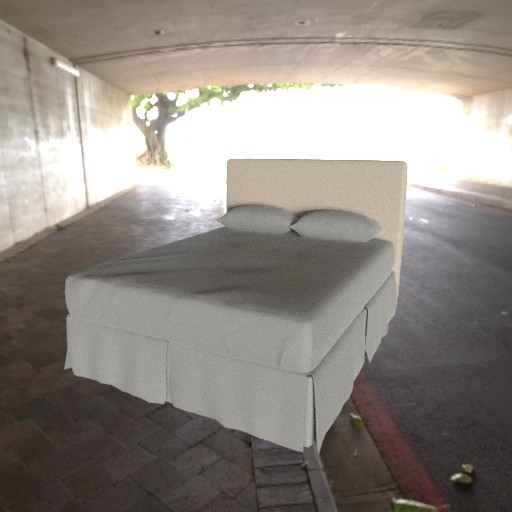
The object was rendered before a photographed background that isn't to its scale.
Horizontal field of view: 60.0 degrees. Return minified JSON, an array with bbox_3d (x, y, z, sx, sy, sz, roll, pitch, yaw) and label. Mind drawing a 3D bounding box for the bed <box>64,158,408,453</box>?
[{"bbox_3d":[0.000,0.000,3.217,1.748,1.330,2.142,7,16,27],"label":"bed"}]
